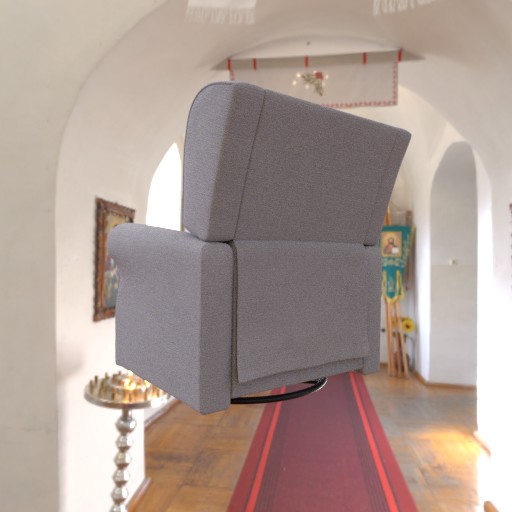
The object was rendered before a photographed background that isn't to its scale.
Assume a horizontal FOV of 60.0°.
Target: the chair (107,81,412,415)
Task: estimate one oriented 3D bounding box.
[{"bbox_3d":[0.000,0.000,1.694,0.906,0.966,0.854,0,0,-37],"label":"chair"}]
